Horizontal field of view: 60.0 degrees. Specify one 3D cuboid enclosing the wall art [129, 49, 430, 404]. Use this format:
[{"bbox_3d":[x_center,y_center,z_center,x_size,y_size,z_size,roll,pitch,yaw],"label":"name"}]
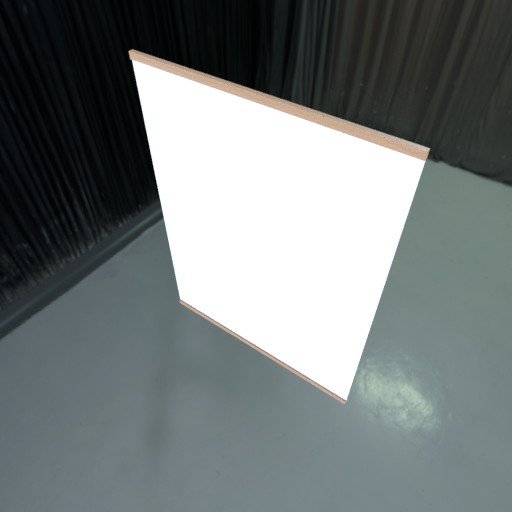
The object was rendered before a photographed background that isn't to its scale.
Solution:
[{"bbox_3d":[0.000,0.000,1.314,0.758,1.016,0.013,27,52,23],"label":"wall art"}]
